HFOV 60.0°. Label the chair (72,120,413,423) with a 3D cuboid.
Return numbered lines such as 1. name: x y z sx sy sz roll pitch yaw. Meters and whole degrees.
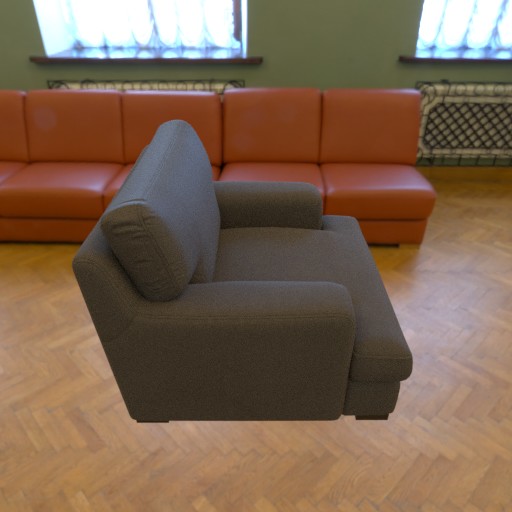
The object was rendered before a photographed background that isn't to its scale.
1. chair: 0.000 0.000 1.967 1.143 0.940 1.168 0 33 0
